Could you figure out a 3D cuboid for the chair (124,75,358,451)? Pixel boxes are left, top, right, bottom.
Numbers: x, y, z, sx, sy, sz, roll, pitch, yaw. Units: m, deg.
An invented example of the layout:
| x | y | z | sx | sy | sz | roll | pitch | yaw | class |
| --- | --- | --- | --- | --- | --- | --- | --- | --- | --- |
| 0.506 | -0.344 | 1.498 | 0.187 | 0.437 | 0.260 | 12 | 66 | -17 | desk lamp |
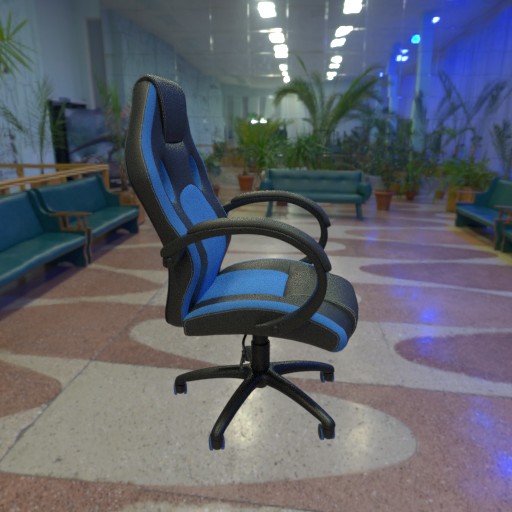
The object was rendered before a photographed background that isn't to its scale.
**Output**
| x | y | z | sx | sy | sz | roll | pitch | yaw | class |
| --- | --- | --- | --- | --- | --- | --- | --- | --- | --- |
| 0.000 | 0.000 | 1.570 | 0.724 | 1.187 | 0.673 | 2 | 16 | 9 | chair |
